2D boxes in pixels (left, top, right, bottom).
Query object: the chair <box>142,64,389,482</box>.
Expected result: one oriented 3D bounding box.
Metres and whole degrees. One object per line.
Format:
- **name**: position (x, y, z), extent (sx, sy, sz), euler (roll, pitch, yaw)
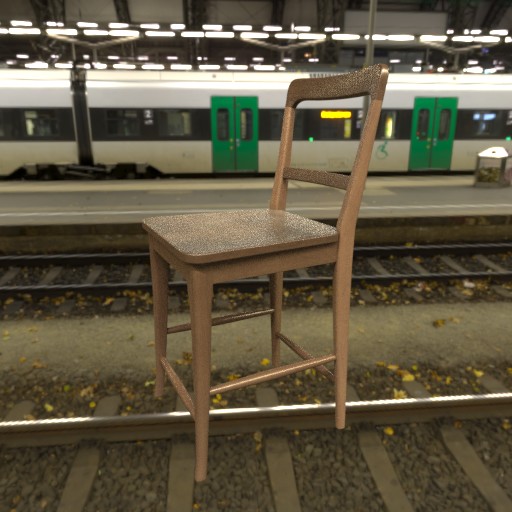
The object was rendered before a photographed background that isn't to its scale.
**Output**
- **chair**: position (0.000, 0.000, 1.255), extent (0.546, 0.991, 0.450), euler (-8, 18, -25)
